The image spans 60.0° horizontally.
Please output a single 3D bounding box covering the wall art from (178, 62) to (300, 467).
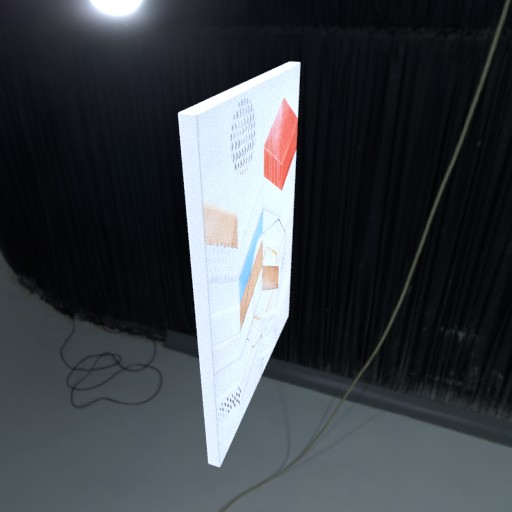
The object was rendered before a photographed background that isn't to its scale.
[{"bbox_3d":[0.000,0.000,1.638,0.046,1.221,0.914,10,32,16],"label":"wall art"}]
